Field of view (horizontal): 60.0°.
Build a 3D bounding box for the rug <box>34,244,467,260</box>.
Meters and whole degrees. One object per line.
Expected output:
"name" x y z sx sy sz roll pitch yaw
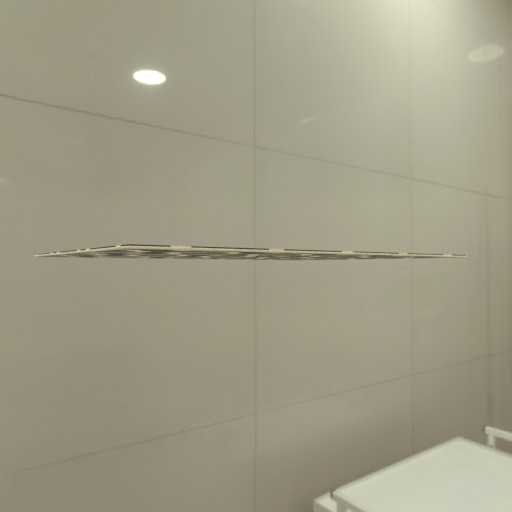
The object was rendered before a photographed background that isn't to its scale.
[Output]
"rug" 0.000 0.000 2.826 2.286 0.016 1.555 1 -2 -37
